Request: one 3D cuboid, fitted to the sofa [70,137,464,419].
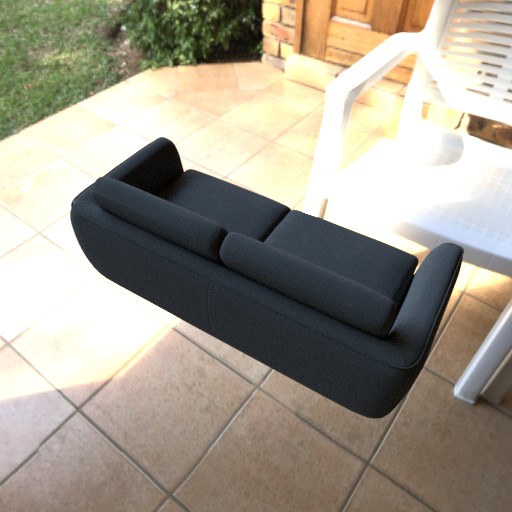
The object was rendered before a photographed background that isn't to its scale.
[{"bbox_3d":[0.000,0.000,2.474,2.000,0.850,0.920,24,52,20],"label":"sofa"}]
